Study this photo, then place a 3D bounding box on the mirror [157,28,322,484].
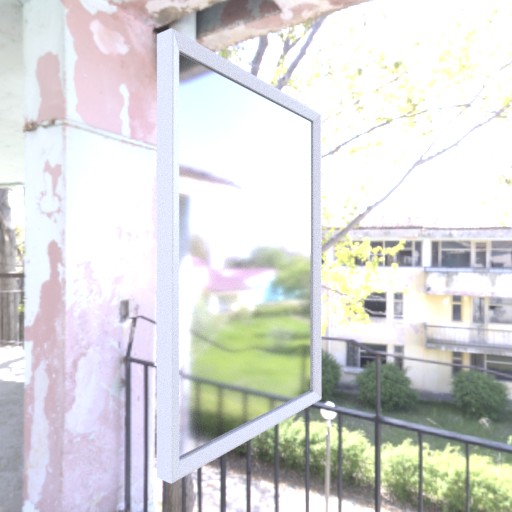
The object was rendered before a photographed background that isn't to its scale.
[{"bbox_3d":[0.000,0.000,0.907,0.039,0.710,0.507,0,0,36],"label":"mirror"}]
